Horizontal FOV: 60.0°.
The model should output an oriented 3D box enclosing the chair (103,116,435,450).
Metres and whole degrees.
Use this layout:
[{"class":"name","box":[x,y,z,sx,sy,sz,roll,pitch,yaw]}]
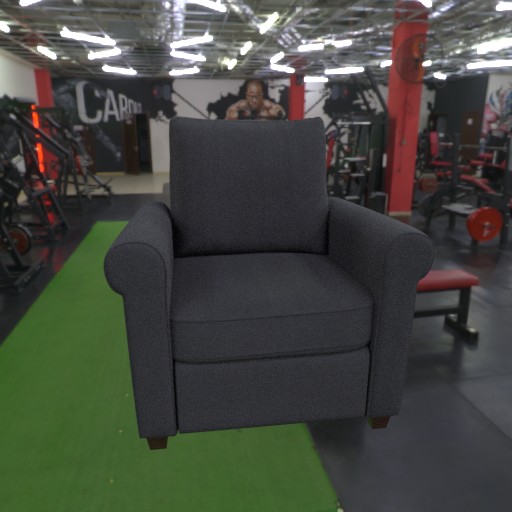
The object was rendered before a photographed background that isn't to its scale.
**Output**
[{"class":"chair","box":[0.000,0.000,1.555,0.867,0.942,0.828,-2,17,-8]}]
